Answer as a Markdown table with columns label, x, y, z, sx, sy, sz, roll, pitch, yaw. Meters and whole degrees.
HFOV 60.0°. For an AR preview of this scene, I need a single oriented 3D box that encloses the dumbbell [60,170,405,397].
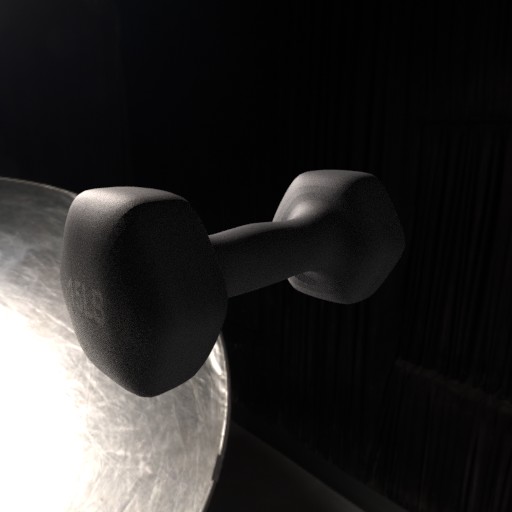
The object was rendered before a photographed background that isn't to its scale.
| label | x | y | z | sx | sy | sz | roll | pitch | yaw |
| --- | --- | --- | --- | --- | --- | --- | --- | --- | --- |
| dumbbell | 0.000 | 0.000 | 0.301 | 0.240 | 0.105 | 0.116 | -14 | 20 | -43 |
